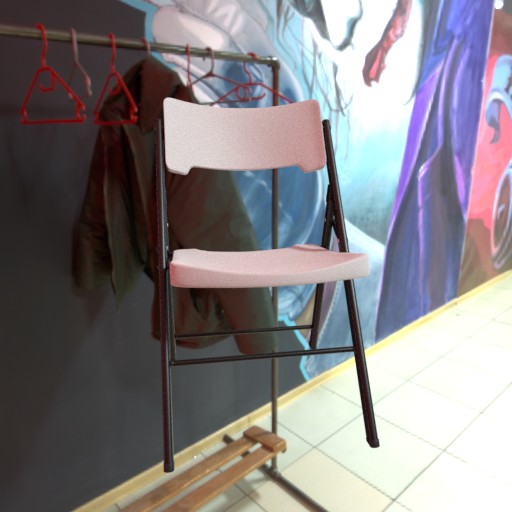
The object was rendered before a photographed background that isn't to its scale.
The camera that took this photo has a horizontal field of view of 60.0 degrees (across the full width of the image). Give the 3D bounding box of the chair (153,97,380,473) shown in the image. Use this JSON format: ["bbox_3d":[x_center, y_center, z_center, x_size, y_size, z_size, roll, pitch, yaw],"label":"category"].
[{"bbox_3d":[0.000,0.000,1.099,0.482,0.765,0.577,-3,16,-9],"label":"chair"}]
